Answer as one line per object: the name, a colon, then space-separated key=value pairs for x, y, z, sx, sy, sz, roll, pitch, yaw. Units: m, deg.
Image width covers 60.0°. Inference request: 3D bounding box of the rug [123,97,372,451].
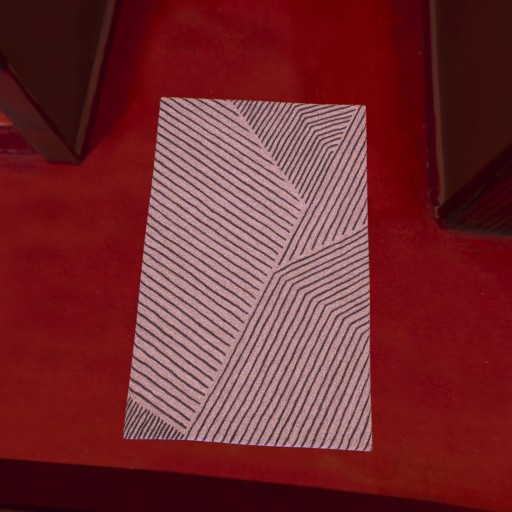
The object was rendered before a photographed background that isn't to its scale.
rug: x=0.000 y=0.000 z=3.027 sx=1.539 sy=0.023 sz=2.406 roll=2 pitch=75 yaw=1
